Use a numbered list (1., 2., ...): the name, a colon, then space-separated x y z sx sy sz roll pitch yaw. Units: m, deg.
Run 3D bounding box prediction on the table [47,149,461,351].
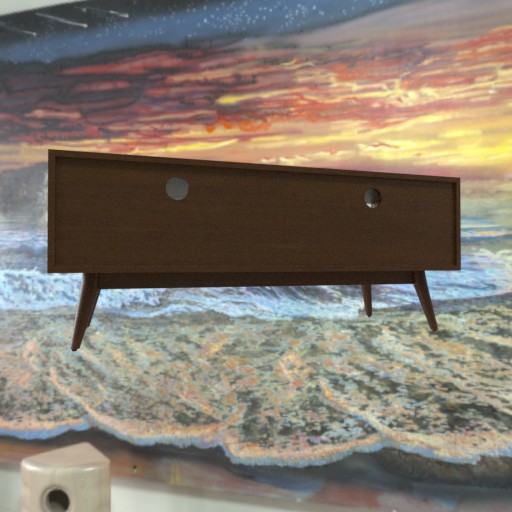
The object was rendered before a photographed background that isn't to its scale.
1. table: 0.000 0.000 1.381 1.119 0.464 0.490 0 -1 -17
